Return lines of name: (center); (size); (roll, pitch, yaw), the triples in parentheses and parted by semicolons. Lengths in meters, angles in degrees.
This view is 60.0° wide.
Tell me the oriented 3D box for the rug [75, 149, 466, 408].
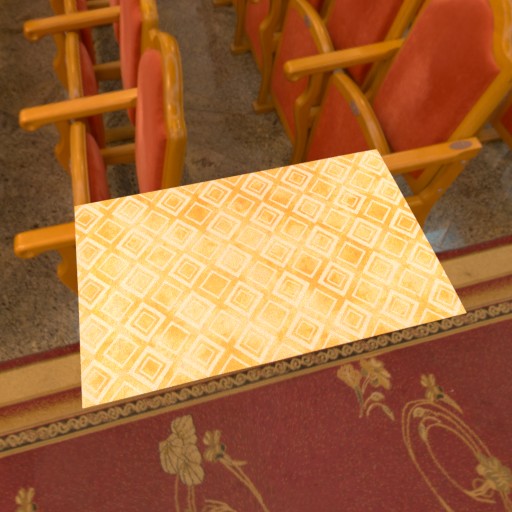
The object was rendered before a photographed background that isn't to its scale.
rug: (0.000, 0.000, 3.079); (2.424, 0.010, 1.511); (-12, 59, -7)
